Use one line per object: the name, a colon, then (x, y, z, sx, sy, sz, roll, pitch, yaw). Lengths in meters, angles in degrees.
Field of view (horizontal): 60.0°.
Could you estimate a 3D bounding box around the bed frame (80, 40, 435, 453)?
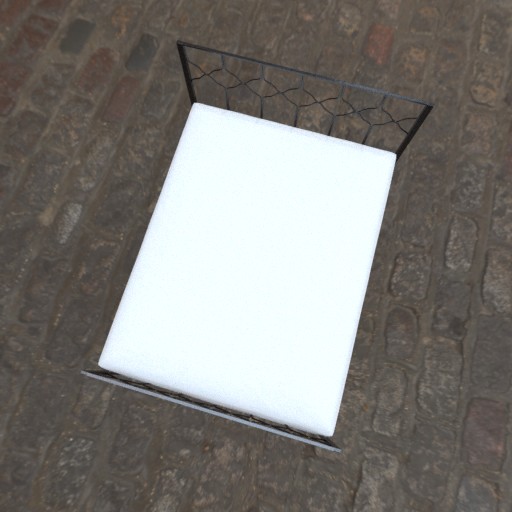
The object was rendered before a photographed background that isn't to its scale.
bed frame: (0.000, 0.000, 3.007, 1.597, 1.222, 2.063, 16, 76, 4)
